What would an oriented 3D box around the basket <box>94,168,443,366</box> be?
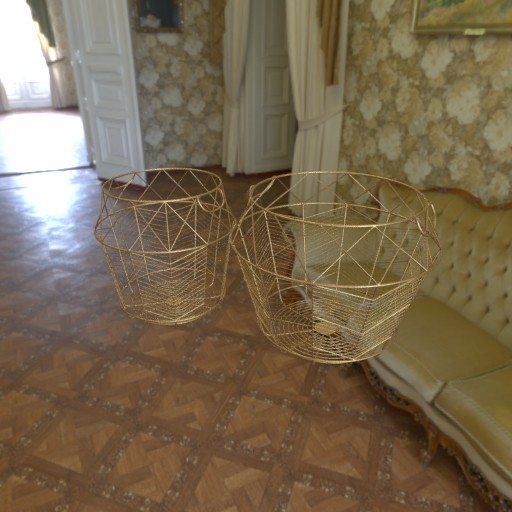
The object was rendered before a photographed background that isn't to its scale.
[{"bbox_3d":[0.000,0.000,1.053,0.805,0.343,0.451,8,27,16],"label":"basket"}]
